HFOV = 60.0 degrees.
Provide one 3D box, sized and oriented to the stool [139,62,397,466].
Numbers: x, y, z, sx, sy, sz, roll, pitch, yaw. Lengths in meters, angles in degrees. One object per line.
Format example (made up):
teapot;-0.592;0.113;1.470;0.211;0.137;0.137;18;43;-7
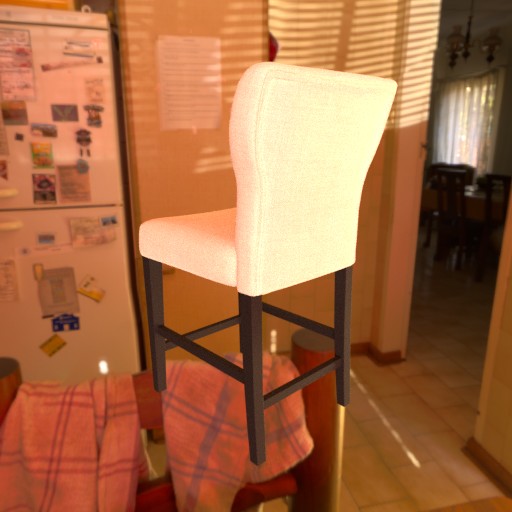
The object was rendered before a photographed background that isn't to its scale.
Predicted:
stool;0.000;0.000;1.314;0.514;0.972;0.603;-14;20;-42
